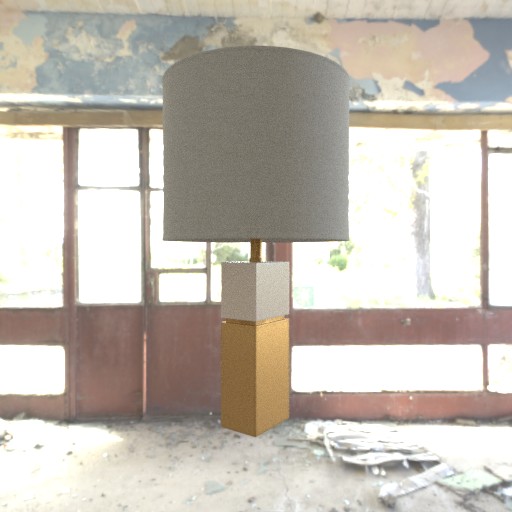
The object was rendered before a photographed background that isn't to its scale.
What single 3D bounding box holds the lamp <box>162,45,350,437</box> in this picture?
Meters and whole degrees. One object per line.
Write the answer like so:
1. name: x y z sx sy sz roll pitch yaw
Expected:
1. lamp: 0.000 0.000 0.553 0.229 0.417 0.229 0 1 36
